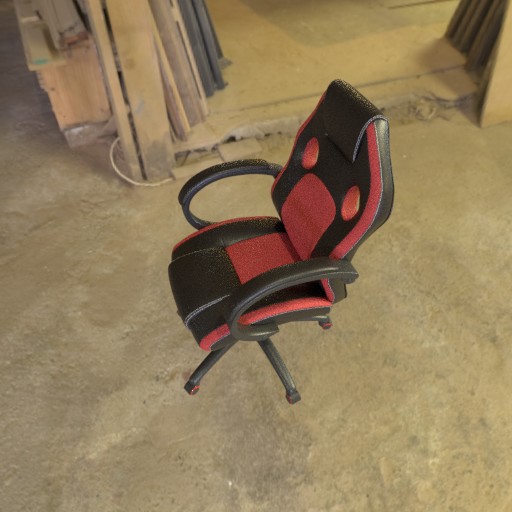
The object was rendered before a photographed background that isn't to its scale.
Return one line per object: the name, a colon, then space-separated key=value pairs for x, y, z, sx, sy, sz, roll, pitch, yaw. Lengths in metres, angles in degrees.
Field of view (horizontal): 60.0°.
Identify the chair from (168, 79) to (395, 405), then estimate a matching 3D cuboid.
chair: x=0.000 y=0.000 z=1.731 sx=0.783 sy=1.189 sz=0.750 roll=-15 pitch=48 yaw=-14
